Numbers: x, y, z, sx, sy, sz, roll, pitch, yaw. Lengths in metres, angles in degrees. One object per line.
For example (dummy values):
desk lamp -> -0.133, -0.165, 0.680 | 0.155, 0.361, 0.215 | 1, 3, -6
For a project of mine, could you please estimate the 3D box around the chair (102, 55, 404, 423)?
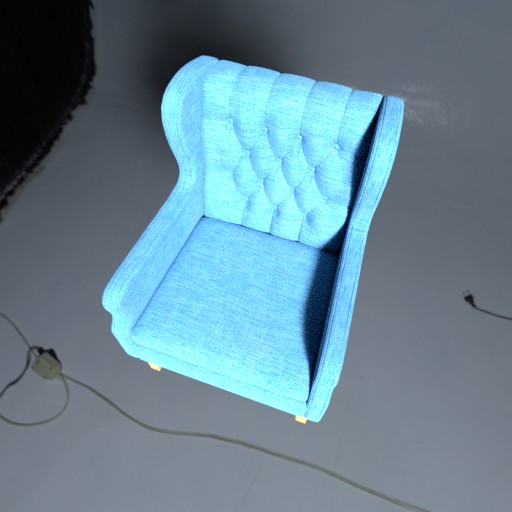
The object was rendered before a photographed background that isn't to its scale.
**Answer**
chair -> 0.000, 0.000, 1.487 | 0.711, 0.952, 0.775 | 17, 59, 10
